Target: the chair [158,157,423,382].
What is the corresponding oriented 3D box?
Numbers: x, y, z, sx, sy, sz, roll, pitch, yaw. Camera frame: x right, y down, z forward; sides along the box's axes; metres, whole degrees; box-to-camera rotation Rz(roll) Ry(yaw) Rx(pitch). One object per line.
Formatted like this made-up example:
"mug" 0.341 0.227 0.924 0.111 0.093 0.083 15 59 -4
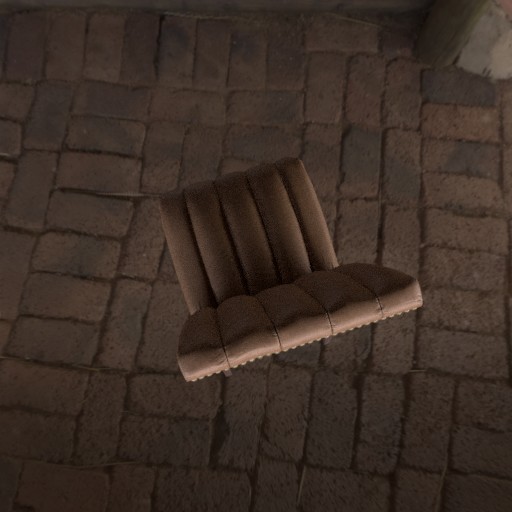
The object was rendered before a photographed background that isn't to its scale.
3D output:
"chair" 0.000 0.000 1.376 0.511 1.016 0.647 -17 75 -5
